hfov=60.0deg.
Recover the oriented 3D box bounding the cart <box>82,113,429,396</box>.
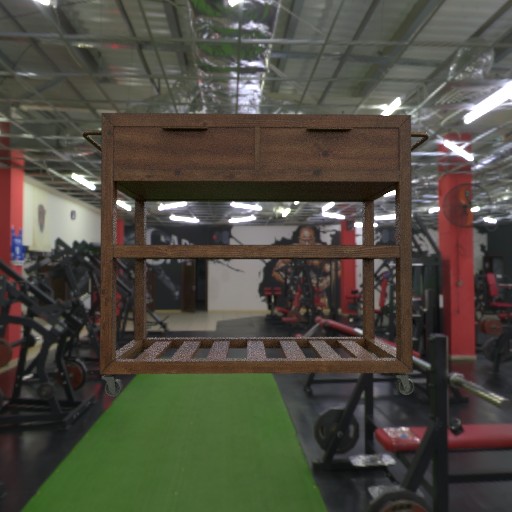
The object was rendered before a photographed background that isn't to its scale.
[{"bbox_3d":[0.000,0.000,1.505,1.065,0.830,0.445,0,-1,-1],"label":"cart"}]
